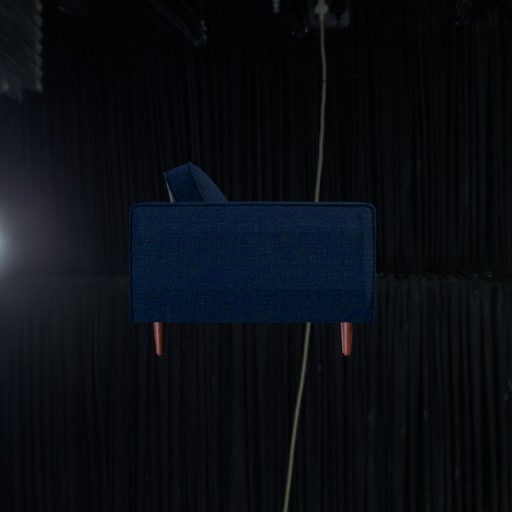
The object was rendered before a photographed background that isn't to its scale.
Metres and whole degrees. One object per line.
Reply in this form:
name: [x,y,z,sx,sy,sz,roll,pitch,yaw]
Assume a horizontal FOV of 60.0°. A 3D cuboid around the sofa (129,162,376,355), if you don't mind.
sofa: [0.000,0.000,2.681,0.914,0.762,2.210,0,1,0]
